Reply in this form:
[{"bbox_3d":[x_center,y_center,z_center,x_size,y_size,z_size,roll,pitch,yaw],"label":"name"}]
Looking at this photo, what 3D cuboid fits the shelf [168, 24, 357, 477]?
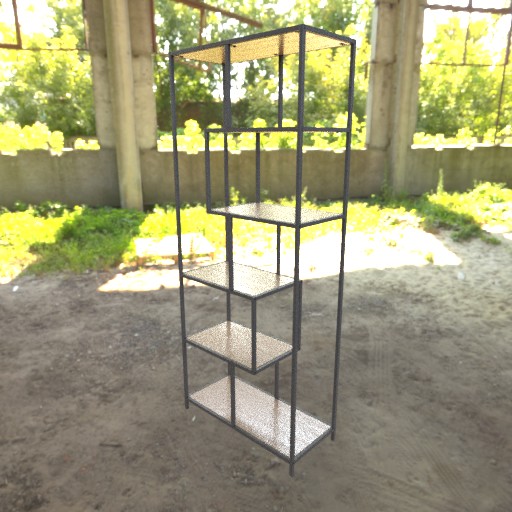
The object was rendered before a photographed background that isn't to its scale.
[{"bbox_3d":[0.000,0.000,2.128,0.770,1.850,0.350,14,20,41],"label":"shelf"}]
